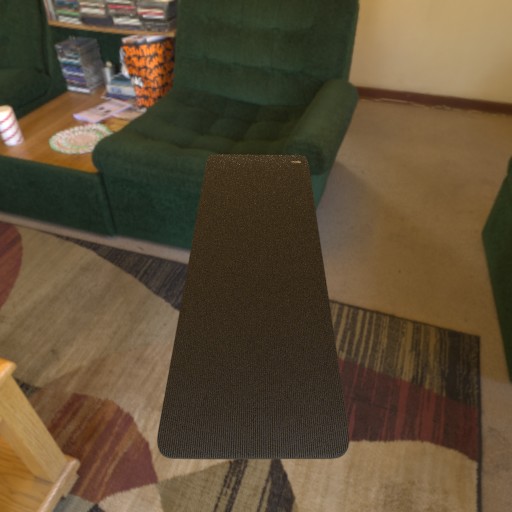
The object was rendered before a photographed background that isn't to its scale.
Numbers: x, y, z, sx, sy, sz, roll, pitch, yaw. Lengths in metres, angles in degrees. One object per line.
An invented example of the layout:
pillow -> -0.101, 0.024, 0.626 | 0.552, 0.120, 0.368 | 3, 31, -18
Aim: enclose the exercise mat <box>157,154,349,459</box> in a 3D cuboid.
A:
exercise mat -> 0.000, 0.000, 2.065 | 0.616, 0.021, 1.869 | 0, 42, 0
